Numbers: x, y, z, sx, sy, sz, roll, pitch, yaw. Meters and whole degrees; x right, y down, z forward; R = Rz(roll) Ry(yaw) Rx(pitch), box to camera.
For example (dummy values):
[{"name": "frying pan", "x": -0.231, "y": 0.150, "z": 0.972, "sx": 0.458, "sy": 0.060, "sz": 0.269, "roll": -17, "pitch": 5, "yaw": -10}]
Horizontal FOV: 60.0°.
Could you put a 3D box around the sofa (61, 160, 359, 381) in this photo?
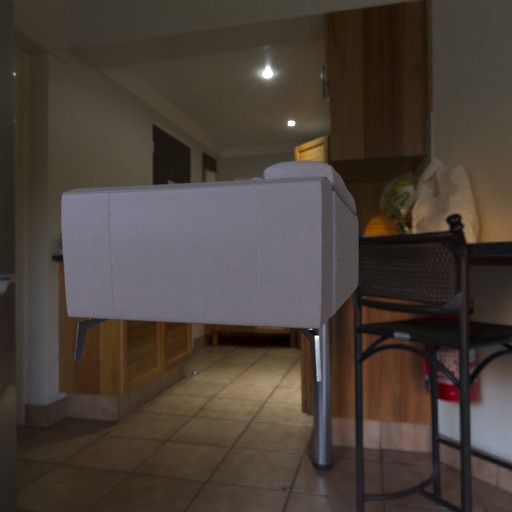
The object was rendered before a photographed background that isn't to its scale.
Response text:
[{"name": "sofa", "x": 0.000, "y": 0.000, "z": 2.408, "sx": 1.003, "sy": 0.779, "sz": 1.895, "roll": 0, "pitch": 0, "yaw": 16}]
